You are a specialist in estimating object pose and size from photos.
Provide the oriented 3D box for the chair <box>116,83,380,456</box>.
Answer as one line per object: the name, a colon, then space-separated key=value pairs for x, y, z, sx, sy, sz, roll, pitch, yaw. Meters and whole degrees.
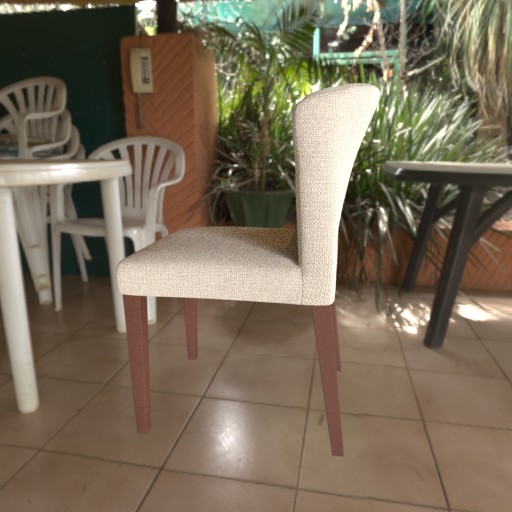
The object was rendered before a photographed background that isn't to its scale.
chair: x=0.000 y=0.000 z=1.185 sx=0.589 sy=0.839 sz=0.491 roll=2 pitch=14 yaw=9
